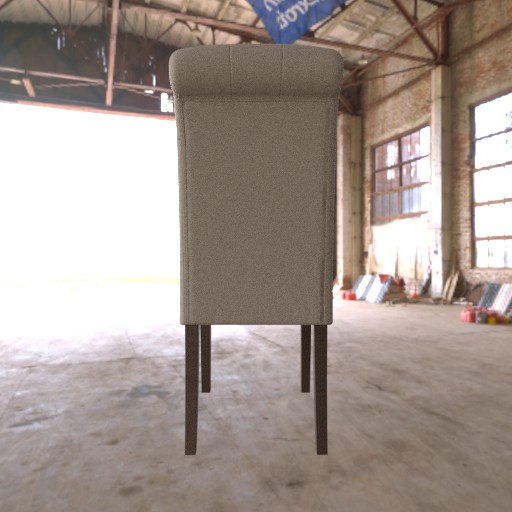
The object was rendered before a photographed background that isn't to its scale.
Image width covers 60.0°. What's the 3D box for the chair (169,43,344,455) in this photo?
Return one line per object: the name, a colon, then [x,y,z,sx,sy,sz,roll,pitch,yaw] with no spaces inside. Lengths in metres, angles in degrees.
chair: [0.000,0.000,1.345,0.456,1.006,0.671,0,0,0]
